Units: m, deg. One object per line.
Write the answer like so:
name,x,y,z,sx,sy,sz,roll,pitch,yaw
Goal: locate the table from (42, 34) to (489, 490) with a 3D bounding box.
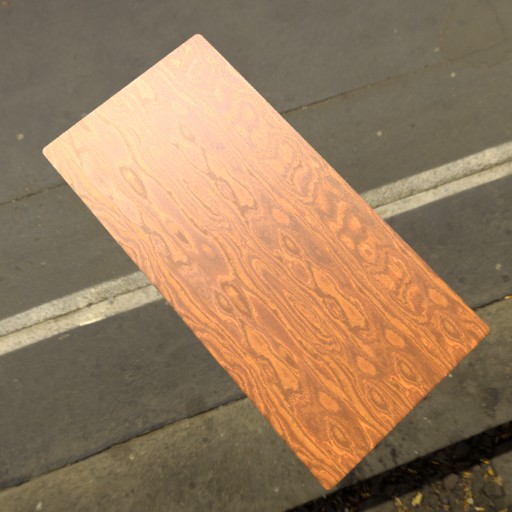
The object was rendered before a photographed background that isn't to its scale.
table,0.000,0.000,2.181,0.883,0.753,1.791,-41,81,-8
